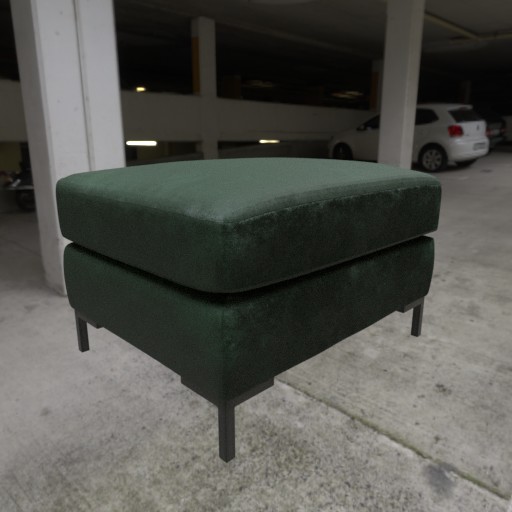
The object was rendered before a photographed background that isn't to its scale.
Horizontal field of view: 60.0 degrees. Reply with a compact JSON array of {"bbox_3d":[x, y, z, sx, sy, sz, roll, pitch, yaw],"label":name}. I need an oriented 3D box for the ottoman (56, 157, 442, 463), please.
[{"bbox_3d":[0.000,0.000,1.264,0.839,0.538,0.701,-14,21,-43],"label":"ottoman"}]
